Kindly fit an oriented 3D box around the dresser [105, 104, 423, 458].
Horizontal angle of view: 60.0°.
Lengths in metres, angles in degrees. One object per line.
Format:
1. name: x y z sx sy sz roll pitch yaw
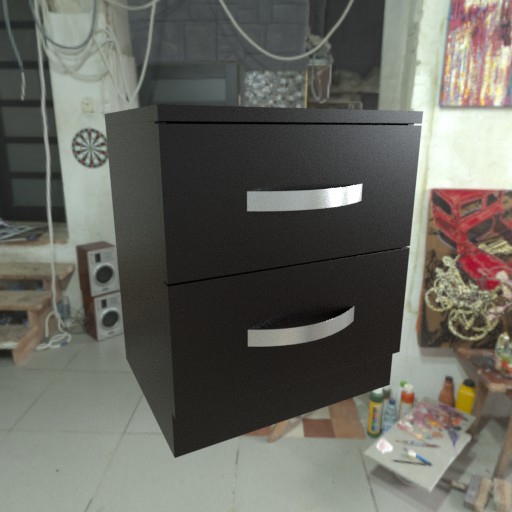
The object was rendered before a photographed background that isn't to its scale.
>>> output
1. dresser: 0.000 0.000 0.762 0.400 0.470 0.360 -8 18 -26
